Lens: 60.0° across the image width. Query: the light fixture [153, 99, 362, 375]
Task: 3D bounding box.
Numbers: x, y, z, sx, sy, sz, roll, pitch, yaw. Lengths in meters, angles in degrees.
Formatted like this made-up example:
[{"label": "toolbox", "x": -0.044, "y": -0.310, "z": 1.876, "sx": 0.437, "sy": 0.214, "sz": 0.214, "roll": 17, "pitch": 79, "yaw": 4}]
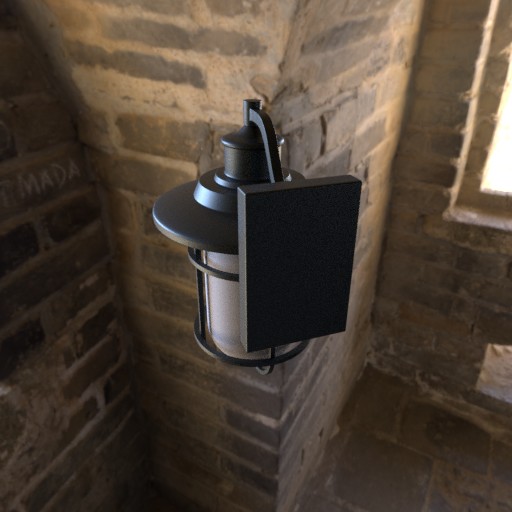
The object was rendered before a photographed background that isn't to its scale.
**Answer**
[{"label": "light fixture", "x": 0.000, "y": 0.000, "z": 0.520, "sx": 0.222, "sy": 0.345, "sz": 0.252, "roll": -9, "pitch": 28, "yaw": -17}]
